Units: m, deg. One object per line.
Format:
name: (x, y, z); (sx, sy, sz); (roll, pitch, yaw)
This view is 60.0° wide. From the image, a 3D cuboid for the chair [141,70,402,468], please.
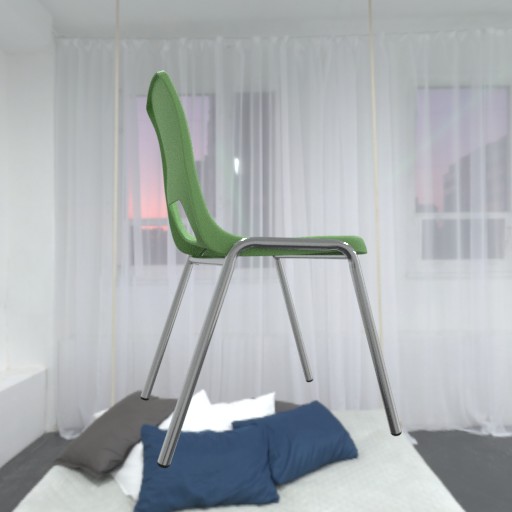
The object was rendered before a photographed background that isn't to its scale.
chair: (0.000, 0.000, 0.911); (0.436, 0.653, 0.381); (0, 0, -19)
